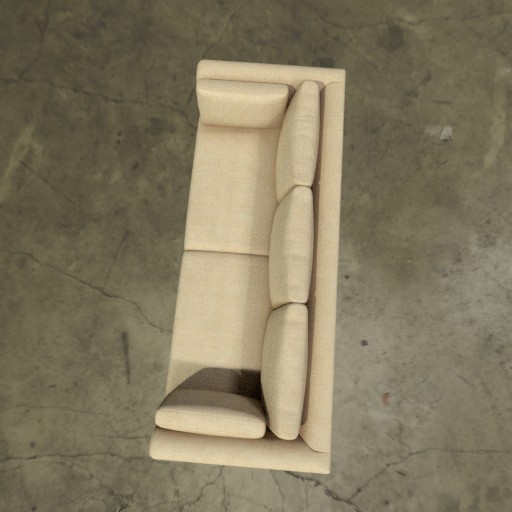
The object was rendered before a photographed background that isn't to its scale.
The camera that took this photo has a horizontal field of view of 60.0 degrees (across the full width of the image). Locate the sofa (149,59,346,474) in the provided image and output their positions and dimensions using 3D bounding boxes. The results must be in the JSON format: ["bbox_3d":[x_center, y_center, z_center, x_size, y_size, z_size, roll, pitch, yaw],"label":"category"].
[{"bbox_3d":[0.000,0.000,2.891,0.969,0.867,2.415,4,77,1],"label":"sofa"}]
